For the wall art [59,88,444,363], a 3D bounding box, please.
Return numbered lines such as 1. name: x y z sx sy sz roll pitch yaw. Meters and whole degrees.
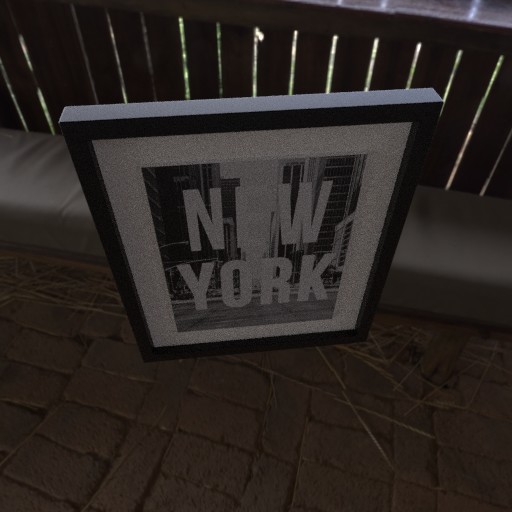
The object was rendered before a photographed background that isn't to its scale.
1. wall art: 0.000 0.000 0.522 0.328 0.381 0.028 -4 46 -4
